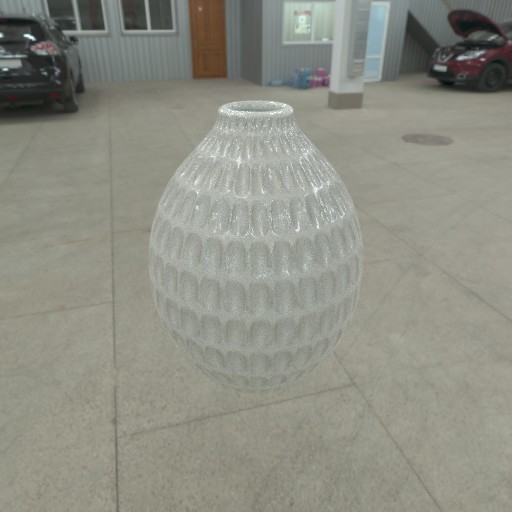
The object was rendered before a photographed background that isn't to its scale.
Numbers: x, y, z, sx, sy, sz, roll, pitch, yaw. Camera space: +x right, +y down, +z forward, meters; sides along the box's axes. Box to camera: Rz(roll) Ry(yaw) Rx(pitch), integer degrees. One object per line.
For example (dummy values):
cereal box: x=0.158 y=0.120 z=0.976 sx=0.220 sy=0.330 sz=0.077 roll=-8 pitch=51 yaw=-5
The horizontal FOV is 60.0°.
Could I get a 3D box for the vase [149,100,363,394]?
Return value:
vase: x=0.000 y=0.000 z=0.342 sx=0.162 sy=0.223 sz=0.162 roll=0 pitch=28 yaw=0
